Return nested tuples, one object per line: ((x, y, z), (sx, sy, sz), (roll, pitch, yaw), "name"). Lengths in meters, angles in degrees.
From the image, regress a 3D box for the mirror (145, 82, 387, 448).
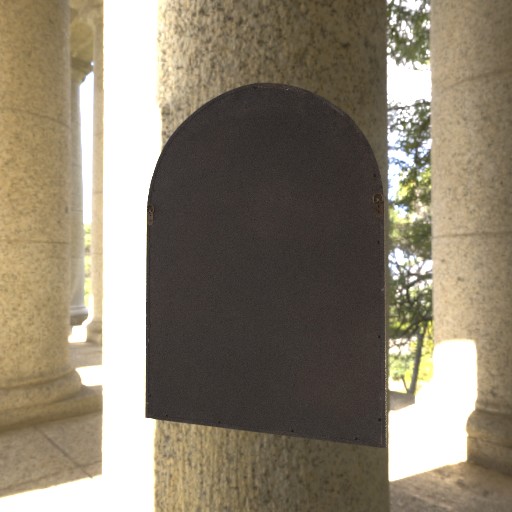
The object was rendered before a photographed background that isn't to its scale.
((0.000, 0.000, 1.182), (0.660, 0.920, 0.032), (0, -2, 19), "mirror")
